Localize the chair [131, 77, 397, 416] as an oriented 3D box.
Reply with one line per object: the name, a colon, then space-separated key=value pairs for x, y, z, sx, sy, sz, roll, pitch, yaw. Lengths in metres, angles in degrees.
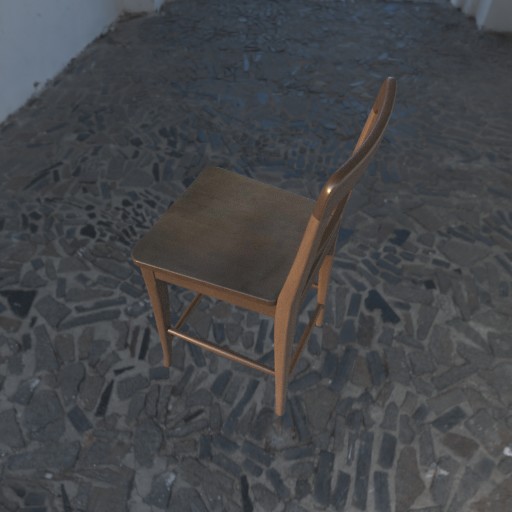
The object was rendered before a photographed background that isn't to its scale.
chair: x=0.000 y=0.000 z=1.284 sx=0.546 sy=0.991 sz=0.450 roll=19 pitch=50 yaw=17
